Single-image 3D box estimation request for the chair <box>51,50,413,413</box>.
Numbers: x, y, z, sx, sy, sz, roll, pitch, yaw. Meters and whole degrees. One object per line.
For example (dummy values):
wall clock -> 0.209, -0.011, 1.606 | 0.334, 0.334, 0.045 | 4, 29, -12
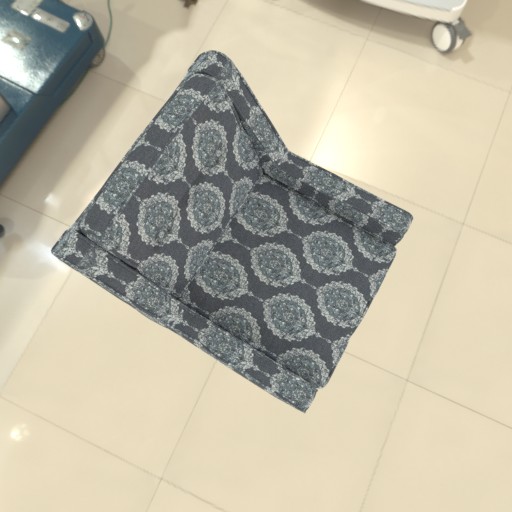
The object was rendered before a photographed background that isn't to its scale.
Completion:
chair -> 0.000, 0.000, 1.359 | 0.743, 0.792, 0.663 | 31, 77, 8
